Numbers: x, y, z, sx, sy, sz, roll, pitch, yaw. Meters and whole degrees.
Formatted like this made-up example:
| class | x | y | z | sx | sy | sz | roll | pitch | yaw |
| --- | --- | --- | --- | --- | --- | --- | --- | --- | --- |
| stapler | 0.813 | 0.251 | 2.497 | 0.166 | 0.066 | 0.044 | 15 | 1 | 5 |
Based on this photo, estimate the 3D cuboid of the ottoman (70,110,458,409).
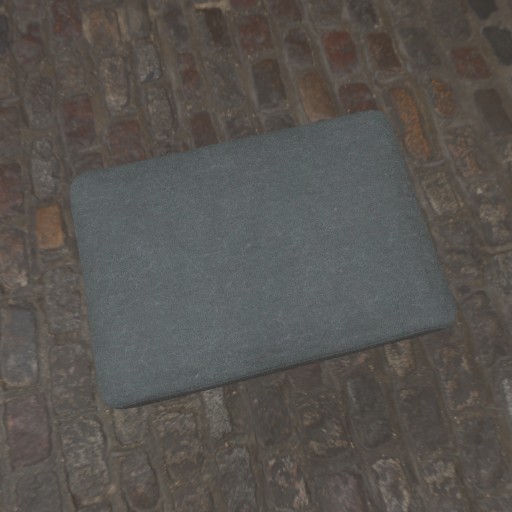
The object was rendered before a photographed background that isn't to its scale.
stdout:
| class | x | y | z | sx | sy | sz | roll | pitch | yaw |
| --- | --- | --- | --- | --- | --- | --- | --- | --- | --- |
| ottoman | 0.000 | 0.000 | 1.623 | 1.199 | 0.429 | 0.840 | -13 | 76 | -3 |
